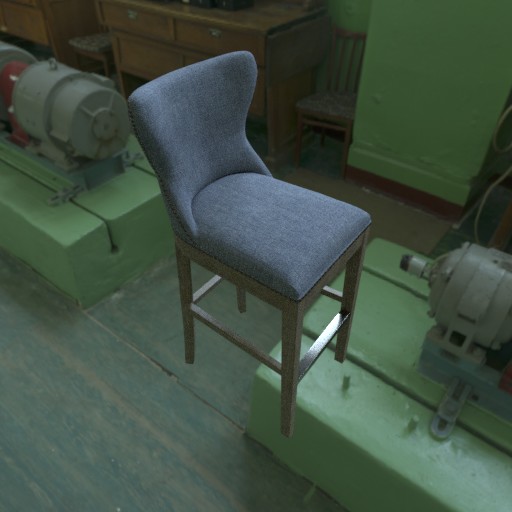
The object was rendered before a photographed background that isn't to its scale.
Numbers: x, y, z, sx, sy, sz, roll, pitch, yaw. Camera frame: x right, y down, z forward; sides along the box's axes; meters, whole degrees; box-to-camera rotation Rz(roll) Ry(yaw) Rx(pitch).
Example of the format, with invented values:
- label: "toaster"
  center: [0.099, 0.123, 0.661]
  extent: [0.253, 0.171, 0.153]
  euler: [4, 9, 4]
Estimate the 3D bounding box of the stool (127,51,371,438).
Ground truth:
- label: "stool"
  center: [0.000, 0.000, 1.477]
  extent: [0.606, 1.123, 0.494]
  euler: [26, 47, 27]
